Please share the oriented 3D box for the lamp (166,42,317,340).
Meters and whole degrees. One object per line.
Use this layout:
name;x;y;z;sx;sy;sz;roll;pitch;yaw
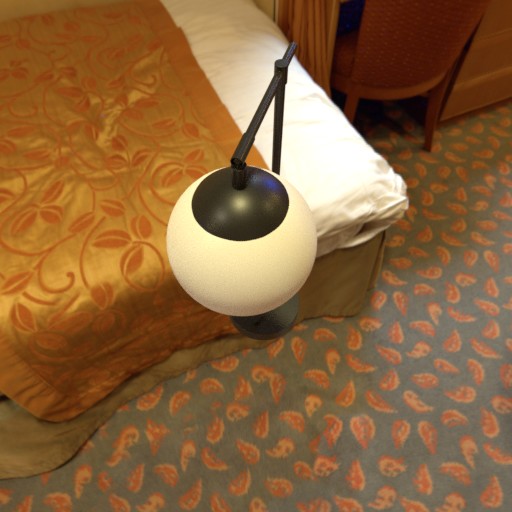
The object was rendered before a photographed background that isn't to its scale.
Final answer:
lamp;0.000;0.000;0.718;0.197;0.559;0.316;15;58;10
